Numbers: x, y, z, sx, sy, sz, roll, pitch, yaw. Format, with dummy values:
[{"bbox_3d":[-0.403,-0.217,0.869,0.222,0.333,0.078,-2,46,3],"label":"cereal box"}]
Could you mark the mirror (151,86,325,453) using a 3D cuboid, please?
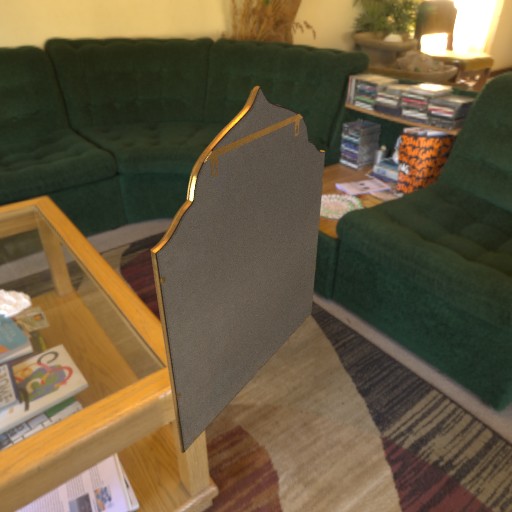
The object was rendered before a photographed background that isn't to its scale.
[{"bbox_3d":[0.000,0.000,0.870,0.018,0.635,0.513,20,38,29],"label":"mirror"}]
